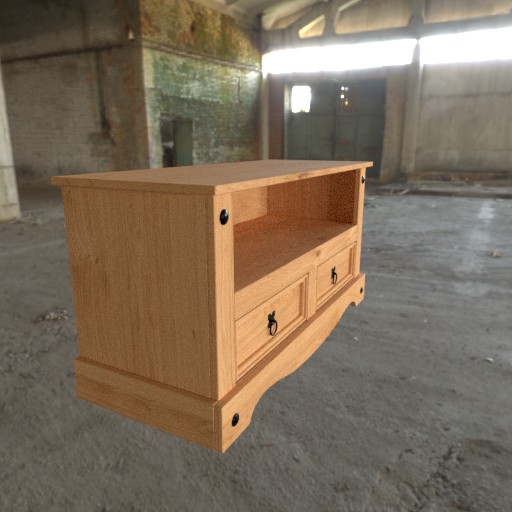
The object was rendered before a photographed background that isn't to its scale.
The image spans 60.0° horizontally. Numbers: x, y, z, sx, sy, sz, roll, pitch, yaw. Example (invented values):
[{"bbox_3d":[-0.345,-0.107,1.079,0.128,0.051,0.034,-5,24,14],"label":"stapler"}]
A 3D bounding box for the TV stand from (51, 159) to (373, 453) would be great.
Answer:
[{"bbox_3d":[0.000,0.000,1.398,0.440,0.550,1.080,8,16,28],"label":"TV stand"}]
